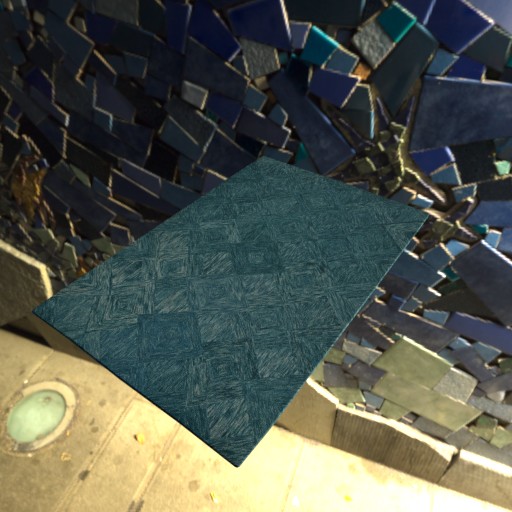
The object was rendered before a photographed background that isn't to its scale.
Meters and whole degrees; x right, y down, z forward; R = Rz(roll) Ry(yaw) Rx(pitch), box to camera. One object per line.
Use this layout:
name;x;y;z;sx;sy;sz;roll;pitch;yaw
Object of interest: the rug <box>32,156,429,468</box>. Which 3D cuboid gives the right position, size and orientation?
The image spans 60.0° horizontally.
rug;0.000;0.000;2.175;1.136;0.017;1.728;25;47;27
